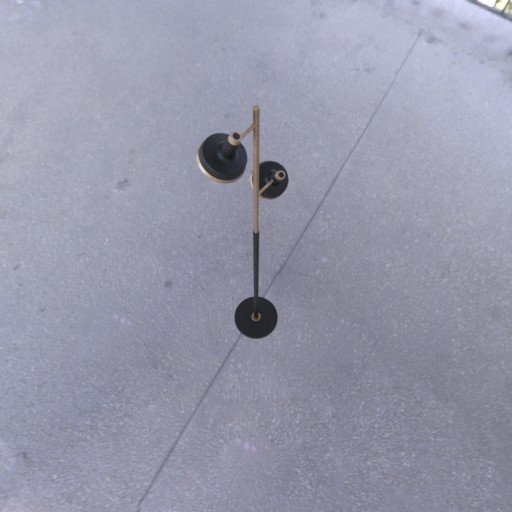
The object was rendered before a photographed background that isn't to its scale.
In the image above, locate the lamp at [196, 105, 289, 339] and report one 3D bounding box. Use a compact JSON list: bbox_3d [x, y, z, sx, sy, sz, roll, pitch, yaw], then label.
[{"bbox_3d":[0.000,0.000,1.838,0.253,1.674,0.351,39,70,17],"label":"lamp"}]
